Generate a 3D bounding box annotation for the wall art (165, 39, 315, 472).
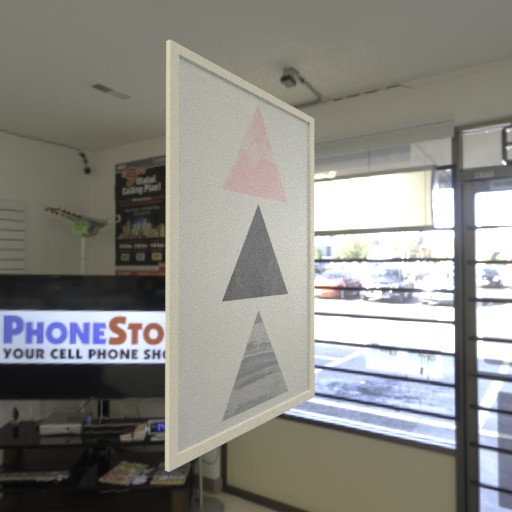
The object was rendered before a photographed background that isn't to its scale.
[{"bbox_3d":[0.000,0.000,1.233,0.013,0.940,0.659,-1,-1,36],"label":"wall art"}]
